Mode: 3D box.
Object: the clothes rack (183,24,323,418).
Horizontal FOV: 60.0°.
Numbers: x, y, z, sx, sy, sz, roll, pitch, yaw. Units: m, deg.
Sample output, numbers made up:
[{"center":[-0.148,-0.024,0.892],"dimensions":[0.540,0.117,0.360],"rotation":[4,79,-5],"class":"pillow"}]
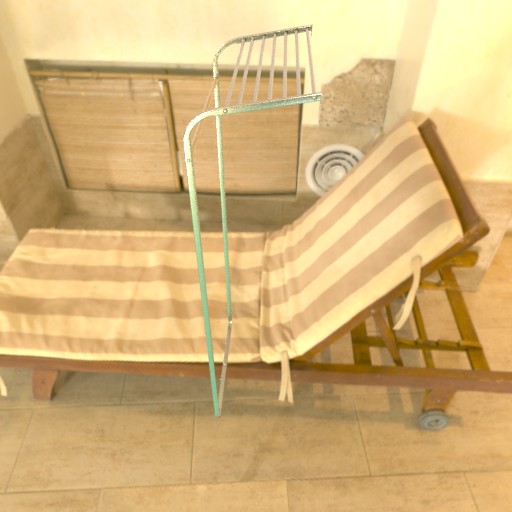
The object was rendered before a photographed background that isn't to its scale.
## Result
[{"center":[0.000,0.000,1.798],"dimensions":[0.349,1.574,0.609],"rotation":[2,41,2],"class":"clothes rack"}]
